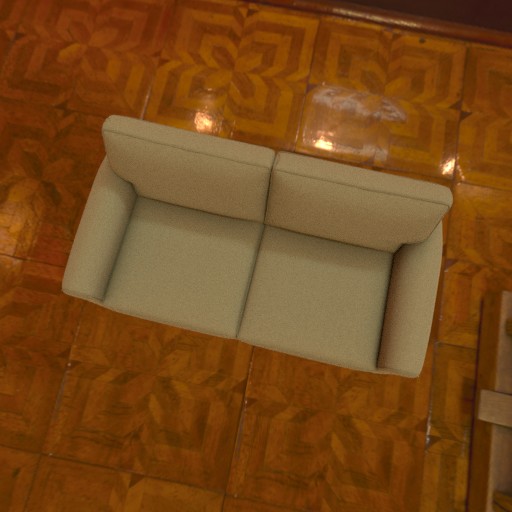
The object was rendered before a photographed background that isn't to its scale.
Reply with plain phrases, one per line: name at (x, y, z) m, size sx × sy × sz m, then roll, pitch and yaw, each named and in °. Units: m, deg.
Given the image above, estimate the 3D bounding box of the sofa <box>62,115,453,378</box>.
sofa at (0.000, 0.000, 2.435) m, size 1.930 × 0.952 × 0.940 m, roll 13°, pitch 76°, yaw 3°
